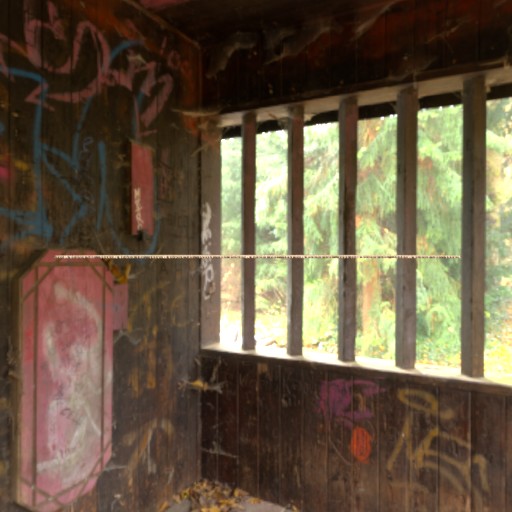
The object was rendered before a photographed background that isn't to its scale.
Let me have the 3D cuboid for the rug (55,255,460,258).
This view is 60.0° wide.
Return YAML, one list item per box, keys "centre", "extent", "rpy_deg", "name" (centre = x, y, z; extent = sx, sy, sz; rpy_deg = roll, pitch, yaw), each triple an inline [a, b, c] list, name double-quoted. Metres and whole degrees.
- centre: [0.000, 0.000, 3.977]
  extent: [2.315, 0.015, 2.932]
  rpy_deg: [0, 0, 0]
  name: "rug"
